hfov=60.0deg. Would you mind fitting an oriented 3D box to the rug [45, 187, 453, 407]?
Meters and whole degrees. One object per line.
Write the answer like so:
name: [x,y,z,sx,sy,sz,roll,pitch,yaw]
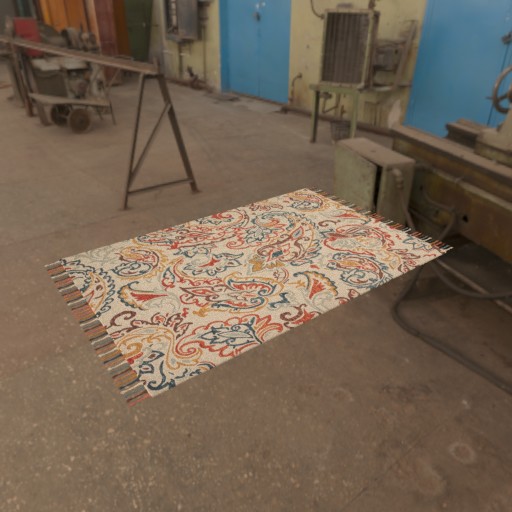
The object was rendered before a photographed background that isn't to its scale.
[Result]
rug: [0.000,0.000,2.507,1.997,0.010,1.218,-20,36,-31]
